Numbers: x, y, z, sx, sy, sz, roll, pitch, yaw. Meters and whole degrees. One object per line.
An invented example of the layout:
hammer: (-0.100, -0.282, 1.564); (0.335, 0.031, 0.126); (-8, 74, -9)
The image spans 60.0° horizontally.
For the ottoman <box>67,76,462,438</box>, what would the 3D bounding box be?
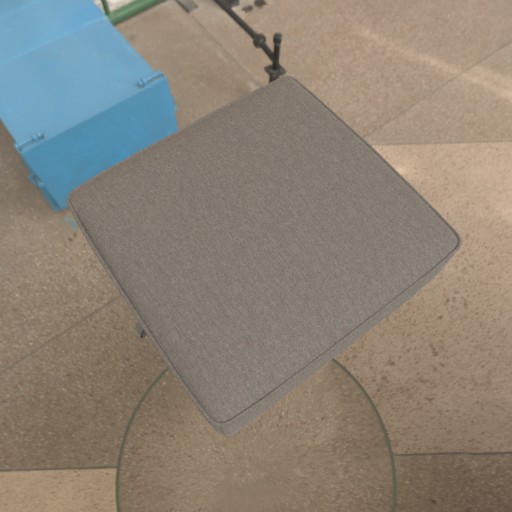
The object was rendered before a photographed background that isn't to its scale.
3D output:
ottoman: (0.000, 0.000, 1.429); (0.871, 0.612, 0.808); (-33, 69, -15)
